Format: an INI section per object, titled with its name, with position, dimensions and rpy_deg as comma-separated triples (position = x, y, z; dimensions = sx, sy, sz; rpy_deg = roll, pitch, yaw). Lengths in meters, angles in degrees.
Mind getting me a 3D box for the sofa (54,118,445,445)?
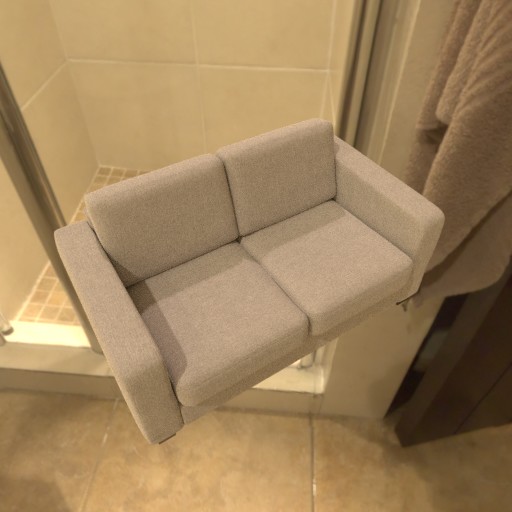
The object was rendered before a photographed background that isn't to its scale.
[sofa]
position = 0.000, 0.000, 2.060
dimensions = 1.540, 0.800, 0.900
rpy_deg = -24, 51, -22
